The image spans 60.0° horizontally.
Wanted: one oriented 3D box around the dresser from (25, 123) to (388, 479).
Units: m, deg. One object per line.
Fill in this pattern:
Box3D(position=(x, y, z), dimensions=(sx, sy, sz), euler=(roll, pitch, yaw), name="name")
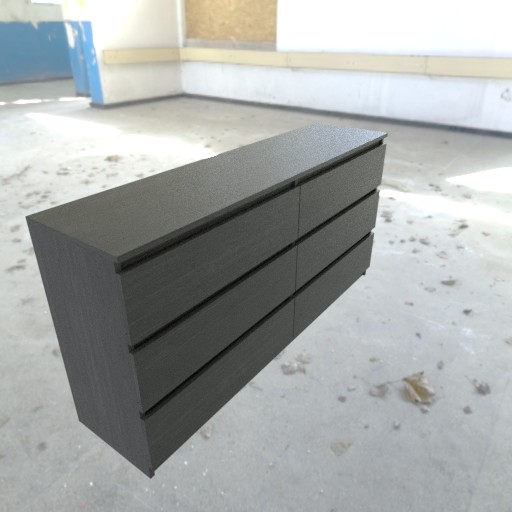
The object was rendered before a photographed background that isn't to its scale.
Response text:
Box3D(position=(0.000, 0.000, 1.864), dimensions=(0.400, 0.795, 1.590), euler=(19, 33, 32), name="dresser")
